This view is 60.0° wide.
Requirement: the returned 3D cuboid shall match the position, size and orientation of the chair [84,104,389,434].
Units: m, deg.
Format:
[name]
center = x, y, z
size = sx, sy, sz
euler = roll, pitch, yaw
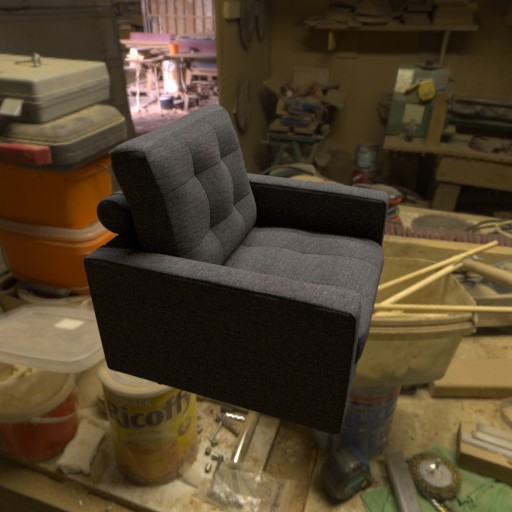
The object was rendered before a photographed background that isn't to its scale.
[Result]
[chair]
center = 0.000, 0.000, 1.541
size = 0.843, 0.880, 0.821
euler = 10, 32, 17
